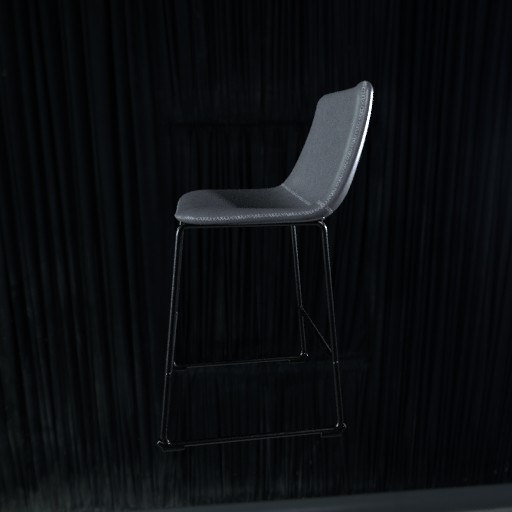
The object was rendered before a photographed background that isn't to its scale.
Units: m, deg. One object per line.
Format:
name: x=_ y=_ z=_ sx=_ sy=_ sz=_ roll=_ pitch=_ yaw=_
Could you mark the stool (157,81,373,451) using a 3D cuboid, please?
stool: x=0.000 y=0.000 z=1.217 sx=0.546 sy=0.876 sz=0.470 roll=-2 pitch=14 yaw=-7
